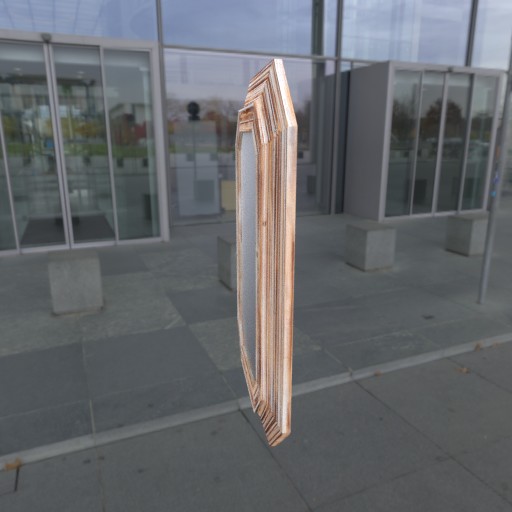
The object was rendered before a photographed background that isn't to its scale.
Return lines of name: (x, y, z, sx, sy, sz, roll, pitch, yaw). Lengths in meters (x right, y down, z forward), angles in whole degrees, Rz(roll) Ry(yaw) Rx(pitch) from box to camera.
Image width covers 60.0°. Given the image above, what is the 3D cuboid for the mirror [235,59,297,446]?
mirror: (0.000, 0.000, 1.306, 0.061, 1.015, 0.709, -2, 15, -8)
